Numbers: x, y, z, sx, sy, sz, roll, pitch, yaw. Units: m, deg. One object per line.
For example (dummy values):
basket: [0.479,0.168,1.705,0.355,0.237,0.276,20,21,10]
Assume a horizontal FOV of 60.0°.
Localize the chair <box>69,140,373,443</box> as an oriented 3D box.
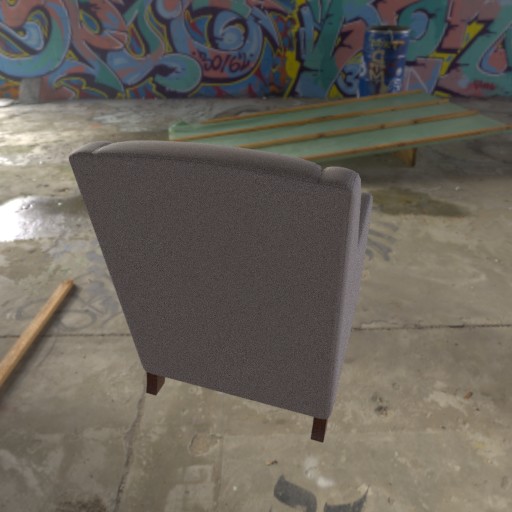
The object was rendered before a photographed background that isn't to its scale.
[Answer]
chair: [0.000,0.000,1.586,0.715,1.010,0.863,10,32,16]
